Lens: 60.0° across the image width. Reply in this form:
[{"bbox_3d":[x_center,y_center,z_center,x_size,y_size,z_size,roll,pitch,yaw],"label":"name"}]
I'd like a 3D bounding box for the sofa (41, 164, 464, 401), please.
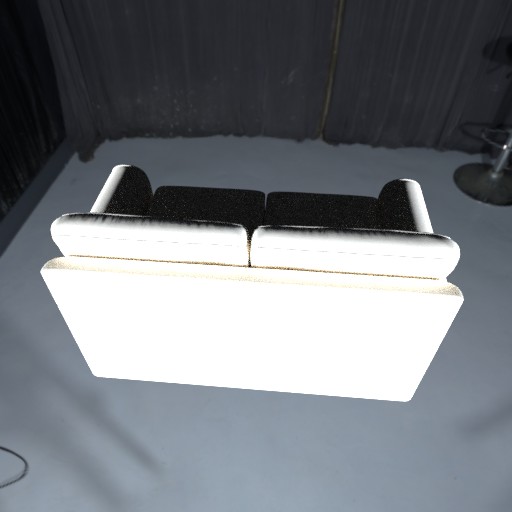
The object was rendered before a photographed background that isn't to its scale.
[{"bbox_3d":[0.000,0.000,2.261,1.727,0.940,0.991,4,46,3],"label":"sofa"}]
